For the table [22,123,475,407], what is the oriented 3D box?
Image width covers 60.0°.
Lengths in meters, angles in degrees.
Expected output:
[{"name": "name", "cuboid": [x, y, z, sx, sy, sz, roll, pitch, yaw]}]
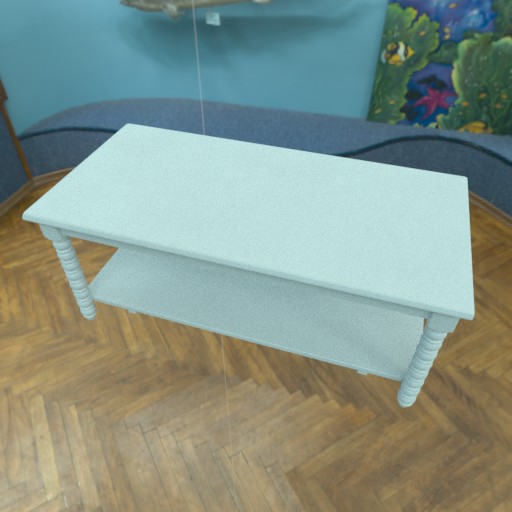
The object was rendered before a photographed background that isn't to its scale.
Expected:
[{"name": "table", "cuboid": [0.000, 0.000, 1.443, 1.171, 0.487, 0.580, 12, 44, 13]}]
